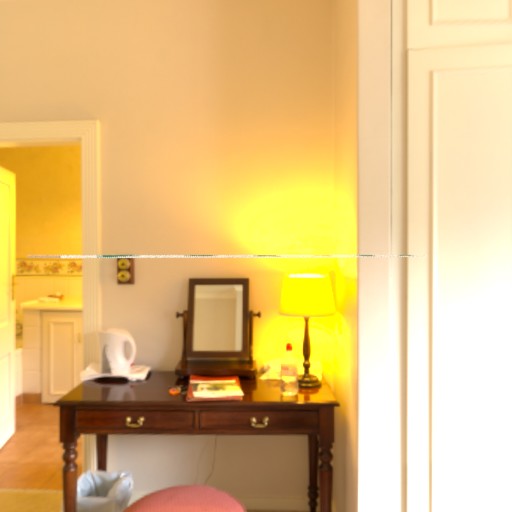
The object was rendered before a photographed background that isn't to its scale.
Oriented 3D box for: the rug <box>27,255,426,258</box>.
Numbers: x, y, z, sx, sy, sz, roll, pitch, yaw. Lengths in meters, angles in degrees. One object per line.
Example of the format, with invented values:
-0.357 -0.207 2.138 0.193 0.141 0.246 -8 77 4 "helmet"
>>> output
0.000 0.000 2.746 2.438 0.012 0.768 0 0 -36 "rug"
